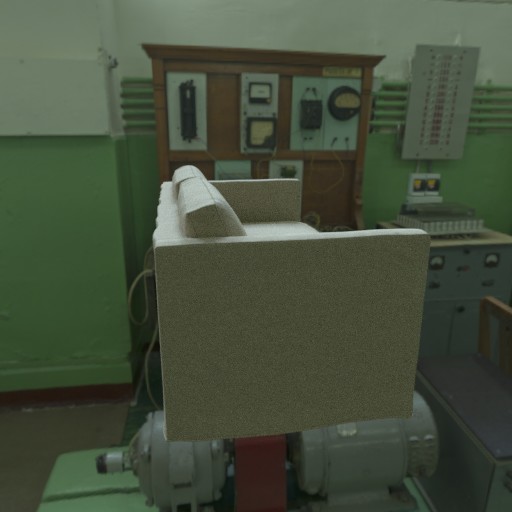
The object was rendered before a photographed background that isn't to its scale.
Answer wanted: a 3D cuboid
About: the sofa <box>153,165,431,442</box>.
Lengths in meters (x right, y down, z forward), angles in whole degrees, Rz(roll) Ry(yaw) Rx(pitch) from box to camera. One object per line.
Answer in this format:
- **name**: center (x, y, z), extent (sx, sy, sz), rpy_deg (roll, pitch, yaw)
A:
- **sofa**: center (0.000, 0.000, 2.287), extent (0.962, 0.835, 1.719), rpy_deg (-3, 16, -10)
